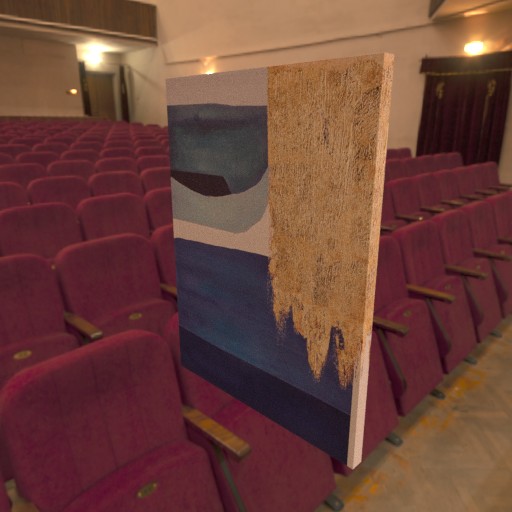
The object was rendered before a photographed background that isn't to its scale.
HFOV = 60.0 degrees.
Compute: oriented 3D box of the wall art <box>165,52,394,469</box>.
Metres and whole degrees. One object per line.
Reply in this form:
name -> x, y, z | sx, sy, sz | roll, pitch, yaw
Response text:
wall art -> 0.000, 0.000, 0.785 | 0.458, 0.613, 0.026 | 15, 22, 42
